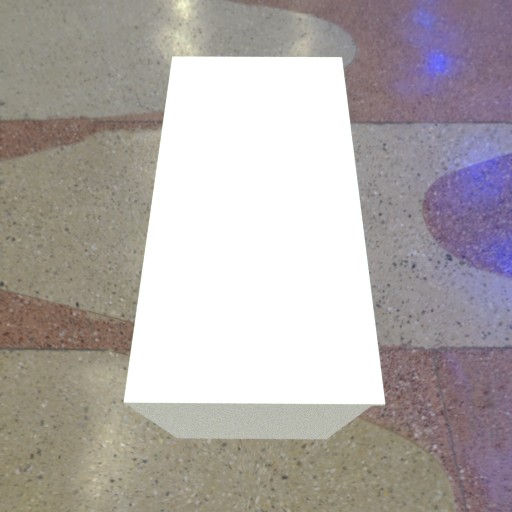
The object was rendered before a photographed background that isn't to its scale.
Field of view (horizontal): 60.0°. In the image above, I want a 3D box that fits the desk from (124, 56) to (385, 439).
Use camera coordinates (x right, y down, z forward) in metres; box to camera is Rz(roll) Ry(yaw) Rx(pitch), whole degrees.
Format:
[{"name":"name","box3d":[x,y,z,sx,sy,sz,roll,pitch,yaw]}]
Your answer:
[{"name":"desk","box3d":[0.000,0.000,1.527,0.560,0.730,1.100,0,62,0]}]
